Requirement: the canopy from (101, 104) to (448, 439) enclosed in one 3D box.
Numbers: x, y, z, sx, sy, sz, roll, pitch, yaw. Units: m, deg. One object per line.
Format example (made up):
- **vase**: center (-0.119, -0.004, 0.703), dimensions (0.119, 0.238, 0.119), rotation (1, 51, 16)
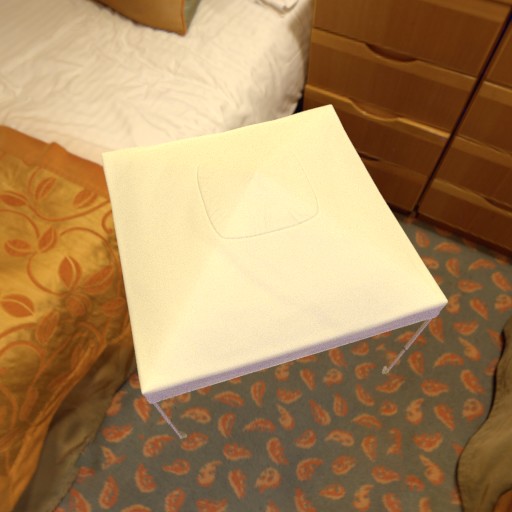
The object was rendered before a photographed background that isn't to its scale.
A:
- **canopy**: center (0.000, 0.000, 5.421), dimensions (2.996, 2.997, 2.998), rotation (-15, 59, -9)
